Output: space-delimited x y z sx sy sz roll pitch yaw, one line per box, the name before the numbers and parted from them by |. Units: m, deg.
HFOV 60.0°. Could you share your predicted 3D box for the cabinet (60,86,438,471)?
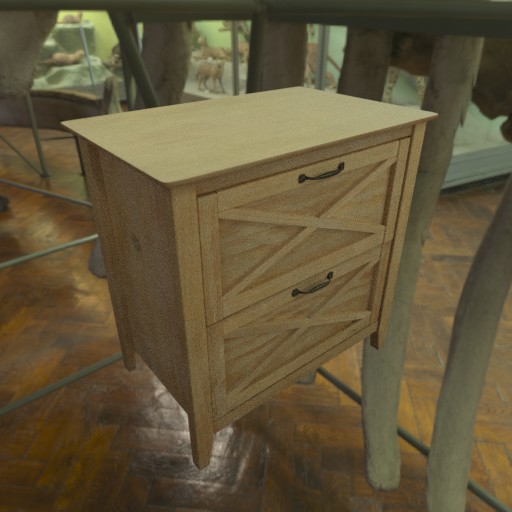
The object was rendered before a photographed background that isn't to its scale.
cabinet | 0.000 0.000 1.246 0.763 0.762 0.503 -22 37 -33
